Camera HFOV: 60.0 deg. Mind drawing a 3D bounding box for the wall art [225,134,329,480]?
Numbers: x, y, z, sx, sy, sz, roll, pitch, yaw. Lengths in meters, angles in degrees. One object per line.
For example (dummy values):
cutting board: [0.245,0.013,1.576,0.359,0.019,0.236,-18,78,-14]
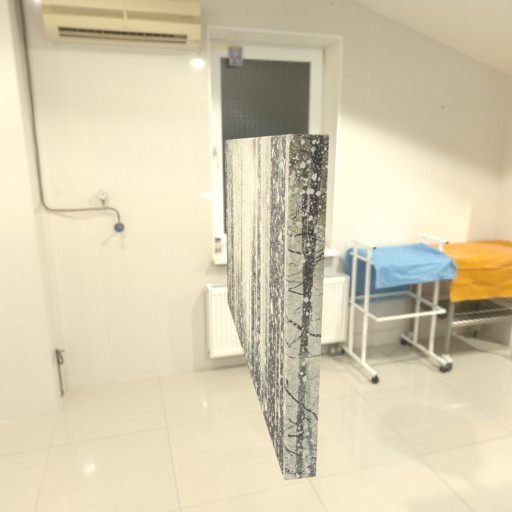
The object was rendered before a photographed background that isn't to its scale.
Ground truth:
wall art: [0.000,0.000,0.777,0.042,0.398,0.618,-2,14,-9]
